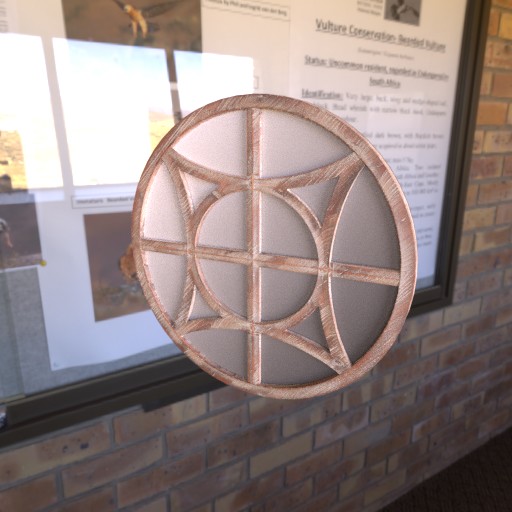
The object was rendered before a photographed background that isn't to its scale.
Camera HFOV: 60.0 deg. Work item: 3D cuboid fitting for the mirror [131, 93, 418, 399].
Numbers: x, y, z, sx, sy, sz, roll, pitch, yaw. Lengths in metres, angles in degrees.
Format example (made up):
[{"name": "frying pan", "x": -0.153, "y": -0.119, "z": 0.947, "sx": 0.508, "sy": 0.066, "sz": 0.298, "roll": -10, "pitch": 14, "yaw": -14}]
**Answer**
[{"name": "mirror", "x": 0.000, "y": 0.000, "z": 1.034, "sx": 0.710, "sy": 0.710, "sz": 0.038, "roll": 7, "pitch": 17, "yaw": 25}]
